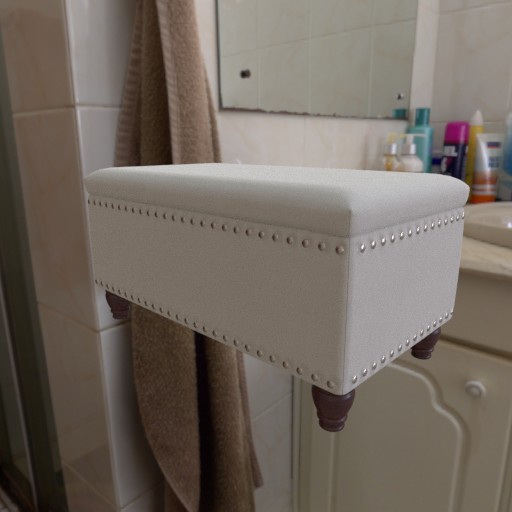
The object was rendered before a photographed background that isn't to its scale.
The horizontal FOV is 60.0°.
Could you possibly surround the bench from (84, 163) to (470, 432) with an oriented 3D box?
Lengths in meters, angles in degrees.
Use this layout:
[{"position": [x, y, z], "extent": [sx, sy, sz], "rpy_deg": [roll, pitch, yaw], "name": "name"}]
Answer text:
[{"position": [0.000, 0.000, 1.181], "extent": [0.887, 0.449, 0.500], "rpy_deg": [14, 20, 42], "name": "bench"}]
